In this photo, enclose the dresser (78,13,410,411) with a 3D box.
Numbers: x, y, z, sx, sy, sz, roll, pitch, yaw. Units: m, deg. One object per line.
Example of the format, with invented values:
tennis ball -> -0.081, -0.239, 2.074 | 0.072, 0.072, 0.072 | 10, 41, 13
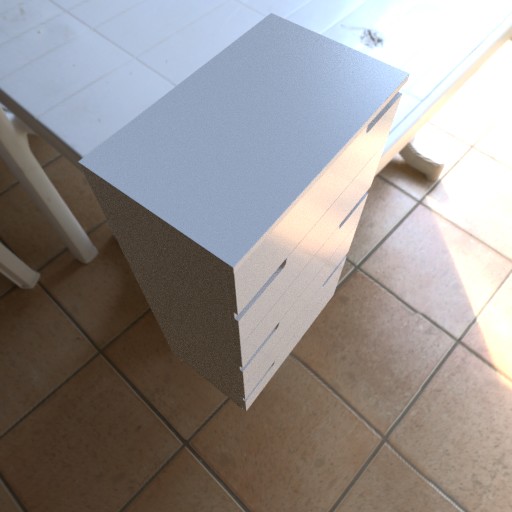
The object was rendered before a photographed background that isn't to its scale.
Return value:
dresser -> 0.000, 0.000, 1.465 | 0.400, 1.190, 0.650 | 33, 65, 18
